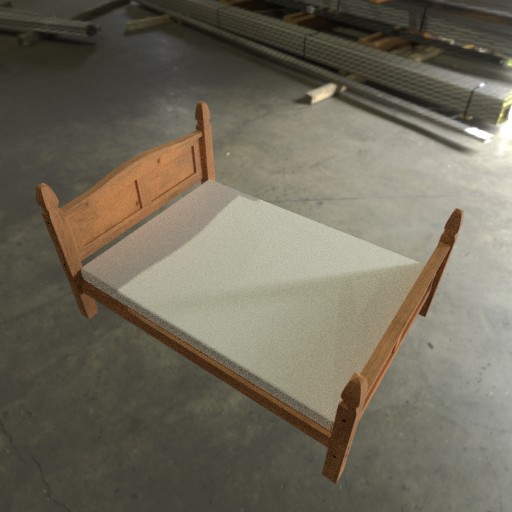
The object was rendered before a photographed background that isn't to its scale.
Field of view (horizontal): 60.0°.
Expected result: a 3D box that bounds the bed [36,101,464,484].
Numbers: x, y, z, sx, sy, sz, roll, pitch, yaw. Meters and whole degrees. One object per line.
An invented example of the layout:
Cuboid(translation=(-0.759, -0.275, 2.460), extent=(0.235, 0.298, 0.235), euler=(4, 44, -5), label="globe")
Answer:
Cuboid(translation=(0.000, 0.000, 2.875), extent=(2.069, 1.100, 1.490), euler=(25, 47, 25), label="bed")
